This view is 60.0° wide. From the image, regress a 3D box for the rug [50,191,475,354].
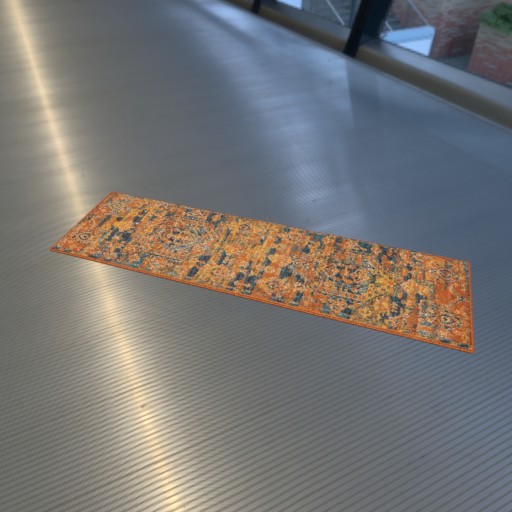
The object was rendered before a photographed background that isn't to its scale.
[{"bbox_3d":[0.000,0.000,2.484,2.274,0.016,0.651,12,42,14],"label":"rug"}]
